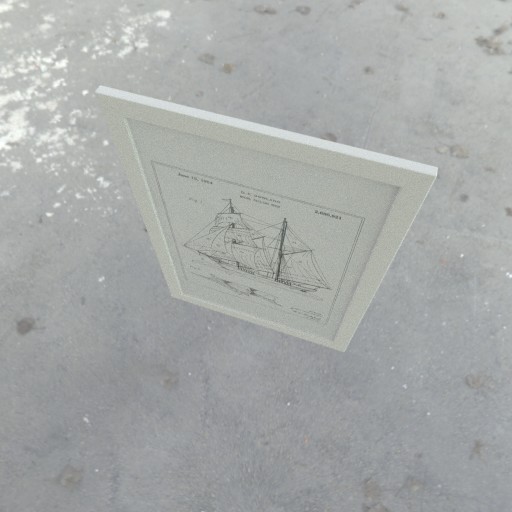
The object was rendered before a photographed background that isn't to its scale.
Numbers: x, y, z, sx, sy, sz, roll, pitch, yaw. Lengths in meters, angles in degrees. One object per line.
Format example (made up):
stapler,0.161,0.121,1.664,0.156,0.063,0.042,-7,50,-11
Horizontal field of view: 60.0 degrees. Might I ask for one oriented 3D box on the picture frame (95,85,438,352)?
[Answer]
picture frame,0.000,0.000,0.699,0.381,0.534,0.012,16,61,10
